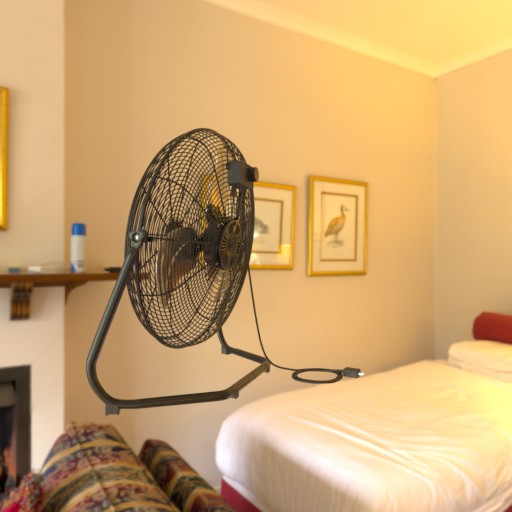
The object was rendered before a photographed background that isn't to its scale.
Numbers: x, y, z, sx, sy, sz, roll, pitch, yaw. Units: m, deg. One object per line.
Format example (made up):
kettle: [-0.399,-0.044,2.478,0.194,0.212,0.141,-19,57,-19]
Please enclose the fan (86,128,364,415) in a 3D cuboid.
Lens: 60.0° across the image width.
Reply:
fan: [0.000,0.000,0.944,0.424,0.546,0.555,0,0,19]
